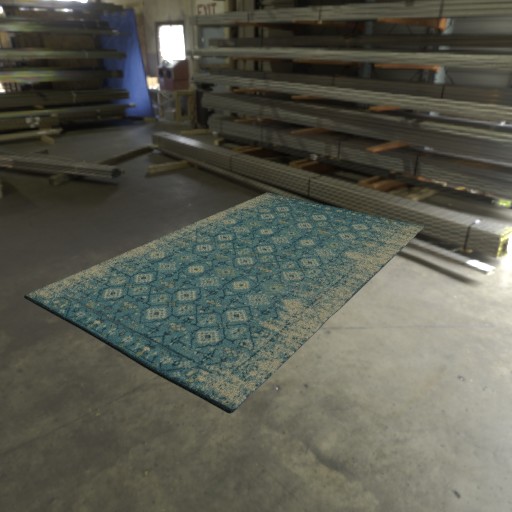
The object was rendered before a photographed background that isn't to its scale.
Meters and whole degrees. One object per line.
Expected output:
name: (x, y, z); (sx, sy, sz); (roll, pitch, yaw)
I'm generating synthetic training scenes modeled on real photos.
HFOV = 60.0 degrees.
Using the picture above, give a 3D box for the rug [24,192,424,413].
rug: (0.000, 0.000, 3.014); (1.530, 0.015, 2.449); (17, 30, 32)
